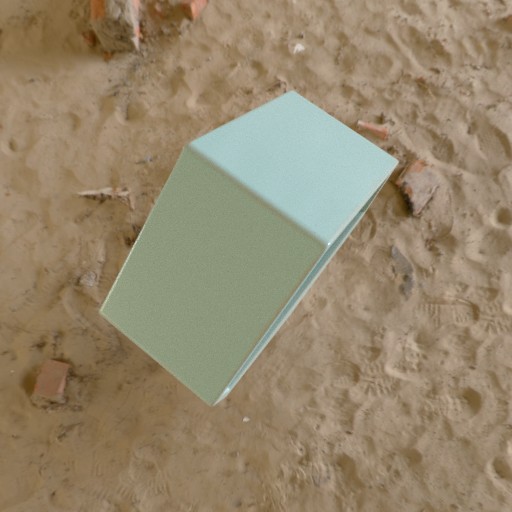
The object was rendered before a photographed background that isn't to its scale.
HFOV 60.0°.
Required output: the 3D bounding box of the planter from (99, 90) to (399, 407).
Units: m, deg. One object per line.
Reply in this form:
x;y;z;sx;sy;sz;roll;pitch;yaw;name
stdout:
0.000;0.000;0.288;0.078;0.207;0.169;37;78;9;planter
